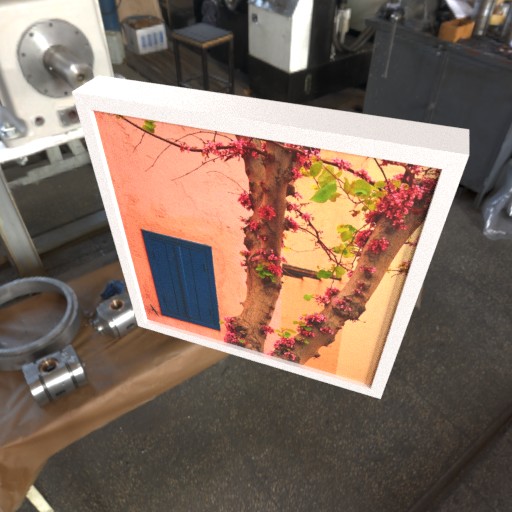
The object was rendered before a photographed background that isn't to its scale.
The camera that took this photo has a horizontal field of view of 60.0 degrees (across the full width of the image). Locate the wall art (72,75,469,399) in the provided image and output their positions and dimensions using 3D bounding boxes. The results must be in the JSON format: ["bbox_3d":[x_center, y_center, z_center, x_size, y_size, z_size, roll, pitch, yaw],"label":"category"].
[{"bbox_3d":[0.000,0.000,0.438,0.305,0.302,0.038,13,44,14],"label":"wall art"}]
